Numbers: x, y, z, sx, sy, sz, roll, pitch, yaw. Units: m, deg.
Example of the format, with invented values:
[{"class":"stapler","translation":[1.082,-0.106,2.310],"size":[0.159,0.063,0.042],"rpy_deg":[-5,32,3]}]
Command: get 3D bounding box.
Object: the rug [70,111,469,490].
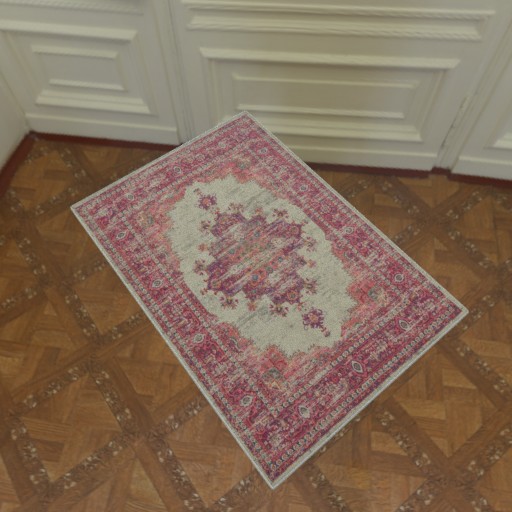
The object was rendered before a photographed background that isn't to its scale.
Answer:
[{"class":"rug","translation":[0.000,0.000,3.731],"size":[2.005,0.014,2.878],"rpy_deg":[-34,66,-18]}]
